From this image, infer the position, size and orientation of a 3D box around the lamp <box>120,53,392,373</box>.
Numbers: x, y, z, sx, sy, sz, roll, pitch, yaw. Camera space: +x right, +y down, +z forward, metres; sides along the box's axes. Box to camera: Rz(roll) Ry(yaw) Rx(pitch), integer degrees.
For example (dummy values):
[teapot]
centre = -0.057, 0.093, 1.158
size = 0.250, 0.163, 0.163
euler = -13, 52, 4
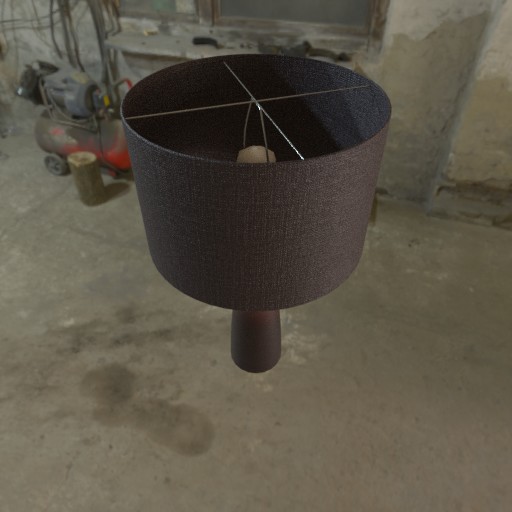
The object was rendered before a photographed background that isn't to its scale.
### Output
[lamp]
centre = 0.000, 0.000, 0.668
size = 0.303, 0.488, 0.303
euler = 0, 42, 0
